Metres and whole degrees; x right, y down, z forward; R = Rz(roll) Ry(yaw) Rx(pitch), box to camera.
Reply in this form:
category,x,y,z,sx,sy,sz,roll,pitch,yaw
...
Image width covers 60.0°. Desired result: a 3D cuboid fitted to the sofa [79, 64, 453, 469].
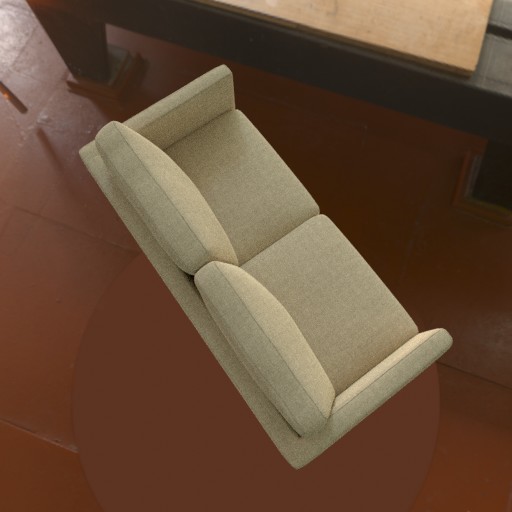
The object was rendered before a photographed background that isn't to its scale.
category,x,y,z,sx,sy,sz,roll,pitch,yaw
sofa,0.000,0.000,2.402,0.950,0.963,1.884,-35,77,-9
